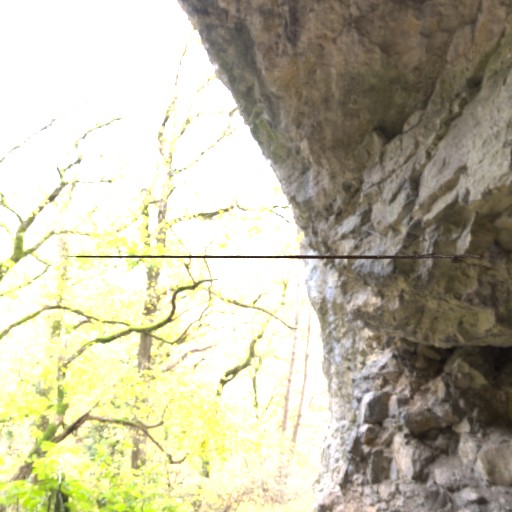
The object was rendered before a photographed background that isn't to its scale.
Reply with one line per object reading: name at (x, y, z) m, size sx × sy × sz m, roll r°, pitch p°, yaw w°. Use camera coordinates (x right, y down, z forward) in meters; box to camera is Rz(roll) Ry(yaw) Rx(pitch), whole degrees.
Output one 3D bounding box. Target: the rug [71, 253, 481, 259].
rug at (0.000, 0.000, 2.026) m, size 1.718 × 0.017 × 0.905 m, roll 0°, pitch 0°, yaw 36°
